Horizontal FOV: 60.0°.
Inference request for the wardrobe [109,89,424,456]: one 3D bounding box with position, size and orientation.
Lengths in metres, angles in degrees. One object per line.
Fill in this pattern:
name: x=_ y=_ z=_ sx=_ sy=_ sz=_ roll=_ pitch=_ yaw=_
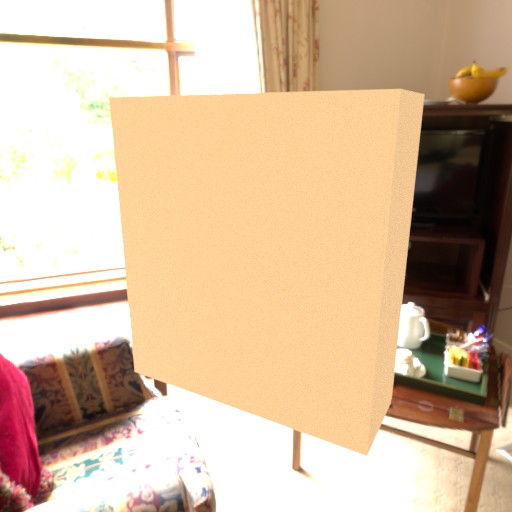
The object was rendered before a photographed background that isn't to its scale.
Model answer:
wardrobe: x=0.000 y=0.000 z=2.968 sx=1.830 sy=2.020 sz=0.600 roll=10 pitch=20 yaw=28
